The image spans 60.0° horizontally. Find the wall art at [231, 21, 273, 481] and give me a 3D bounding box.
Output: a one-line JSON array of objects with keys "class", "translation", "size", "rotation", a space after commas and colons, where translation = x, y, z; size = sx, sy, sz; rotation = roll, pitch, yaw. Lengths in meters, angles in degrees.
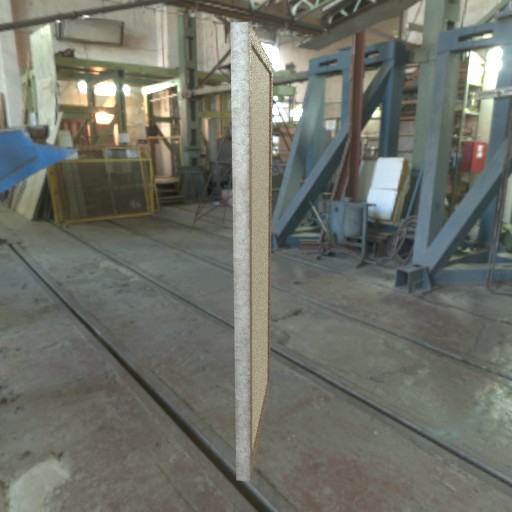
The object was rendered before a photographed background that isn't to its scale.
[{"class": "wall art", "translation": [0.000, 0.000, 1.682], "size": [0.051, 1.461, 0.648], "rotation": [2, 14, 8]}]
